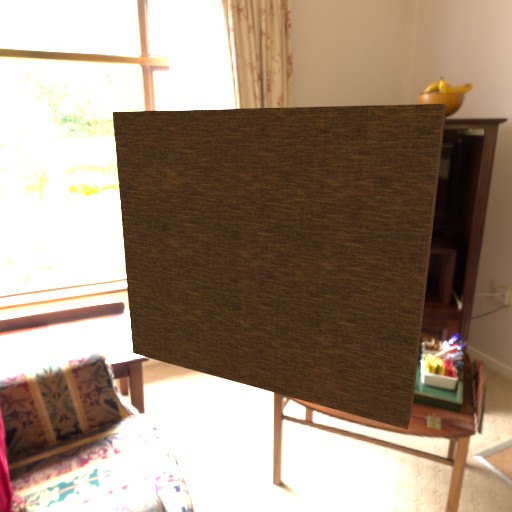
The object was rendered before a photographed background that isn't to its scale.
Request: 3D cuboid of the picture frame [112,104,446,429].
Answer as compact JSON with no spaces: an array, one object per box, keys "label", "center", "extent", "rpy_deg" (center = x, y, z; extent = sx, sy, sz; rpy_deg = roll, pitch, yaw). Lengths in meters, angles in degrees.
[{"label":"picture frame","center":[0.000,0.000,0.524],"extent":[0.378,0.330,0.033],"rpy_deg":[8,18,25]}]
